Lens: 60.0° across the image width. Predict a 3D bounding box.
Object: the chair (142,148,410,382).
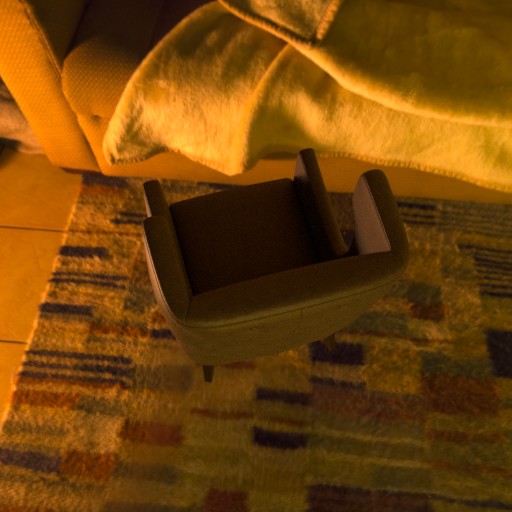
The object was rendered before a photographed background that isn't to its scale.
[{"bbox_3d":[0.000,0.000,1.723,0.769,1.079,0.899,-13,61,-7],"label":"chair"}]
